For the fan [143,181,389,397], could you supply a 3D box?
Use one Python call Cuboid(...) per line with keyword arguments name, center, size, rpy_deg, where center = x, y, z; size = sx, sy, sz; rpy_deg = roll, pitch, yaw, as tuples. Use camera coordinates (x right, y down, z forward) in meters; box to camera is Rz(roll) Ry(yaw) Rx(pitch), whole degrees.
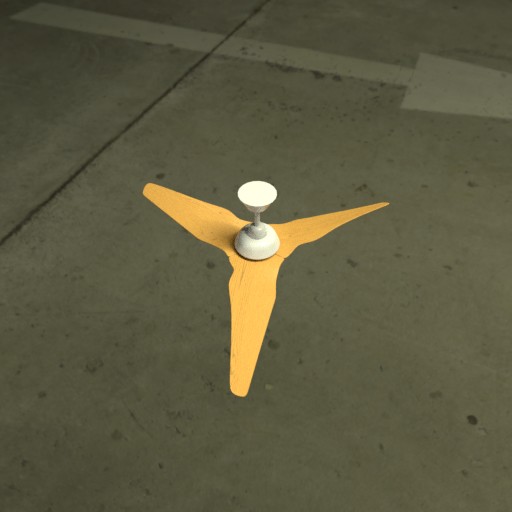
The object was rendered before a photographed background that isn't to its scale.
Cuboid(name="fan", center=(0.000, 0.000, 1.665), size=(1.142, 0.355, 1.010), rpy_deg=(3, 48, 3))
